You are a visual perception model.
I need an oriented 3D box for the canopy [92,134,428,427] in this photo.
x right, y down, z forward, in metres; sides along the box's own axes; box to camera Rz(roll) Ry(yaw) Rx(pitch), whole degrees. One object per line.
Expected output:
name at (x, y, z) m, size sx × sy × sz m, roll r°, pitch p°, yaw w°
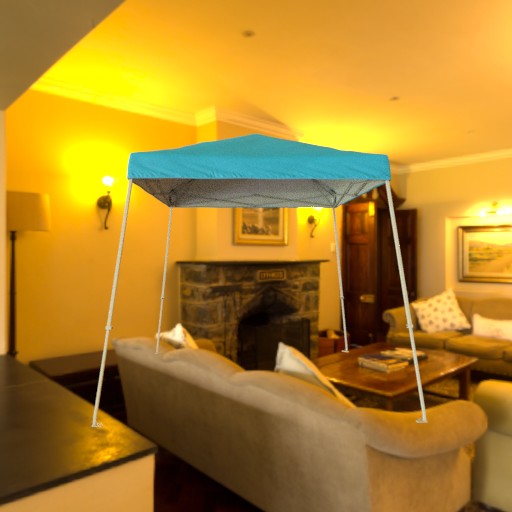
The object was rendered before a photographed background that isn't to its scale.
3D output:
canopy at (0.000, 0.000, 5.174) m, size 2.849 × 2.850 × 2.850 m, roll 0°, pitch 0°, yaw -2°
